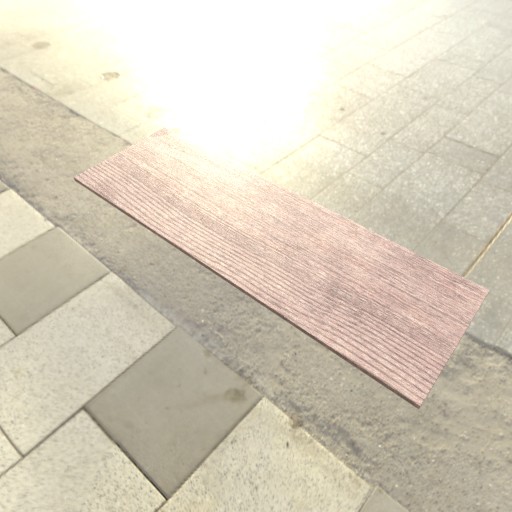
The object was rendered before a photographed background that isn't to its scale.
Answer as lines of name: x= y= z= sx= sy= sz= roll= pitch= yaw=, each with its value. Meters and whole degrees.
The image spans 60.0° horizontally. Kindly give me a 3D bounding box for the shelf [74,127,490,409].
shelf: x=0.000 y=0.000 z=0.691 sx=0.610 sy=0.125 sz=0.200 roll=31 pitch=54 yaw=26
